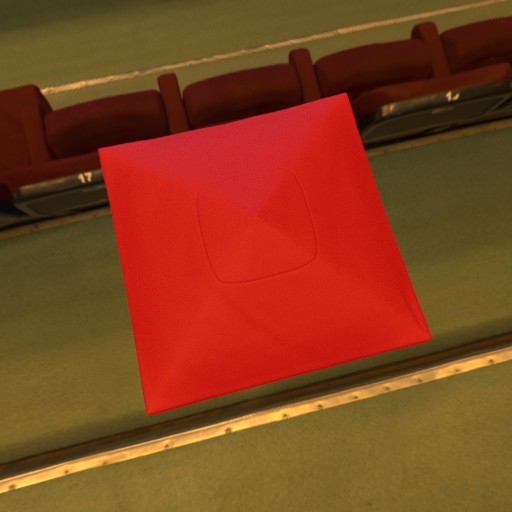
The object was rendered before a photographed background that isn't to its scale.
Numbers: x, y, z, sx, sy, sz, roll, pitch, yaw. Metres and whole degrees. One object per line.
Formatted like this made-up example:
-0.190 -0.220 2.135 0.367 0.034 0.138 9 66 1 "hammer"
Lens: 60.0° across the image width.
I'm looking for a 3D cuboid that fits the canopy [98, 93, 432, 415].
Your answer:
0.000 0.000 5.512 2.996 2.997 2.998 -14 76 -3 "canopy"
